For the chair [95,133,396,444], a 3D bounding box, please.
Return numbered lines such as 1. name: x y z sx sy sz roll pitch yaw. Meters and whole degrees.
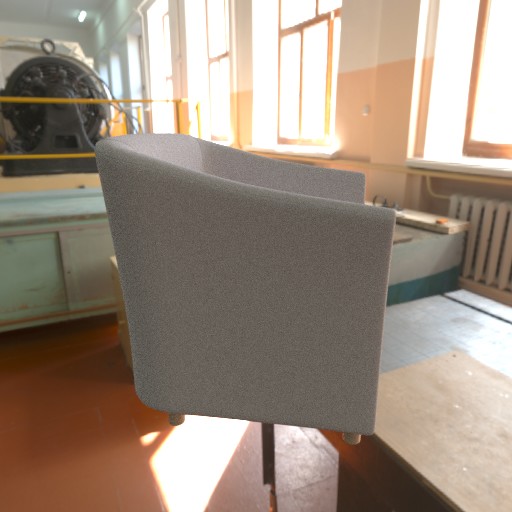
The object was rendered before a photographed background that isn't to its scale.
1. chair: 0.000 0.000 1.350 0.700 0.720 0.790 2 16 9
